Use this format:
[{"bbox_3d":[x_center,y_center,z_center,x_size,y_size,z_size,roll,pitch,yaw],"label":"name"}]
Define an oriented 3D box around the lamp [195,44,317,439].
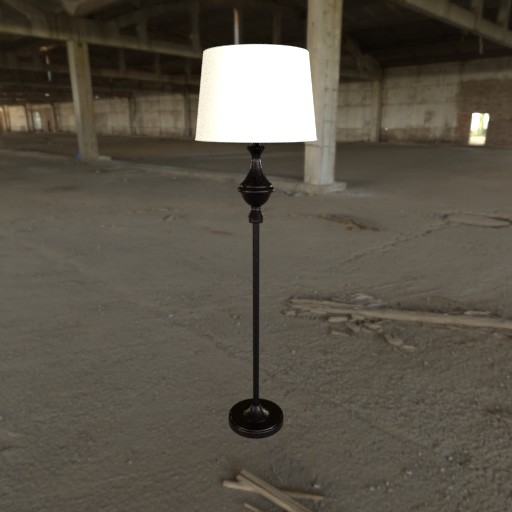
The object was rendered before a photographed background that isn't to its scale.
[{"bbox_3d":[0.000,0.000,1.702,0.431,1.484,0.431,0,17,0],"label":"lamp"}]
